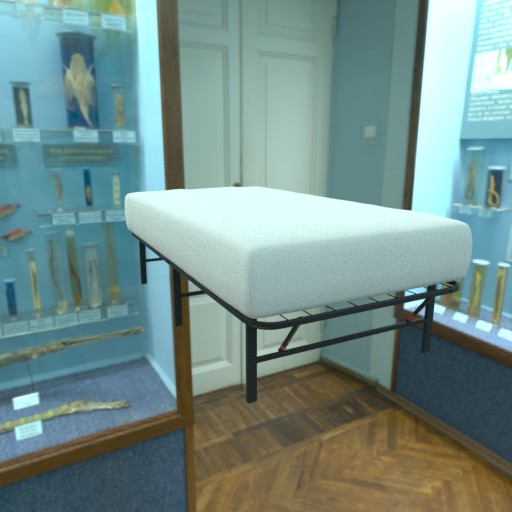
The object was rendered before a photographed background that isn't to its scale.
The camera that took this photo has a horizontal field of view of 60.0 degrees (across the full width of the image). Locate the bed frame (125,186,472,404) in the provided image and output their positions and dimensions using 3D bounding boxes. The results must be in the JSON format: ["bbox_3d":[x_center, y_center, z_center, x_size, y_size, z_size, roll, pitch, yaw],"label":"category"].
[{"bbox_3d":[0.000,0.000,2.422,1.025,0.640,1.908,-7,15,-26],"label":"bed frame"}]
